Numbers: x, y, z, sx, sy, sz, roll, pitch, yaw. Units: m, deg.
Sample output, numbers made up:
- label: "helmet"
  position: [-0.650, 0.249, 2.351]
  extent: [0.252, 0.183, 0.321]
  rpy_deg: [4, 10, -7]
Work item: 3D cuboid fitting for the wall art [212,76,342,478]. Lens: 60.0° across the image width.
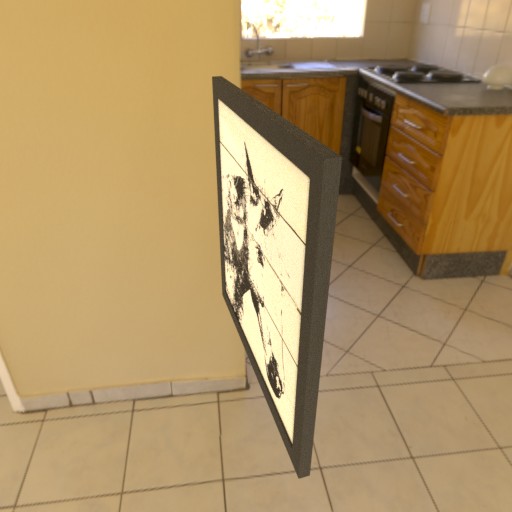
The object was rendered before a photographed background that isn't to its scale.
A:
- label: "wall art"
  position: [0.000, 0.000, 1.530]
  extent: [0.038, 1.016, 1.016]
  rpy_deg: [-9, 32, -15]
